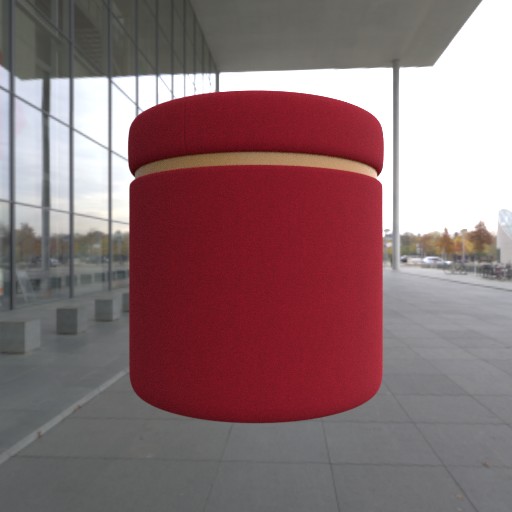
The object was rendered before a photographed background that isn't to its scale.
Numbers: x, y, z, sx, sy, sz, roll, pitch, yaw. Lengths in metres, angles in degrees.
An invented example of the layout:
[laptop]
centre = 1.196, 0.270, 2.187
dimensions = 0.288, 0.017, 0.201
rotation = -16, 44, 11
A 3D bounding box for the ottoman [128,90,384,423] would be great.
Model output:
[ottoman]
centre = 0.000, 0.000, 0.720
dimensions = 0.400, 0.406, 0.400
rotation = 0, 0, 0
